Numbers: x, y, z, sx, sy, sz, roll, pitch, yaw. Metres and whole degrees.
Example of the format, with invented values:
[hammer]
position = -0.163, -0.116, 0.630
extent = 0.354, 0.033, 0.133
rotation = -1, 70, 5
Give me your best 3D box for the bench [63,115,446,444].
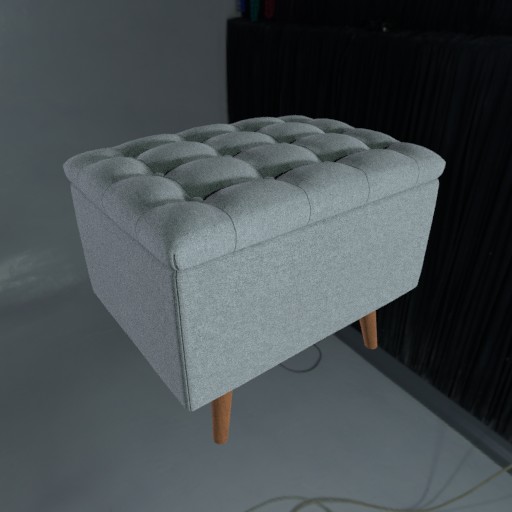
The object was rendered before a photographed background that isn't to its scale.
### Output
[bench]
position = 0.000, 0.000, 0.898
extent = 0.572, 0.469, 0.417
rotation = -21, 36, -32
